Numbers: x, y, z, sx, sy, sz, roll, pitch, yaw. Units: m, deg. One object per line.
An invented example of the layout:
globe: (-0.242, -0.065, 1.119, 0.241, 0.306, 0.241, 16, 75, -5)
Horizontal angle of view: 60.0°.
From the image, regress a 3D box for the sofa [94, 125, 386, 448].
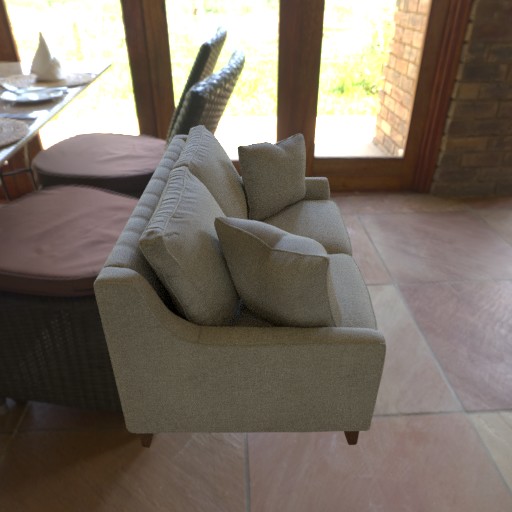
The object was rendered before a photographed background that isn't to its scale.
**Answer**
sofa: (0.000, 0.000, 2.003, 0.915, 0.863, 1.422, 0, 32, 0)
